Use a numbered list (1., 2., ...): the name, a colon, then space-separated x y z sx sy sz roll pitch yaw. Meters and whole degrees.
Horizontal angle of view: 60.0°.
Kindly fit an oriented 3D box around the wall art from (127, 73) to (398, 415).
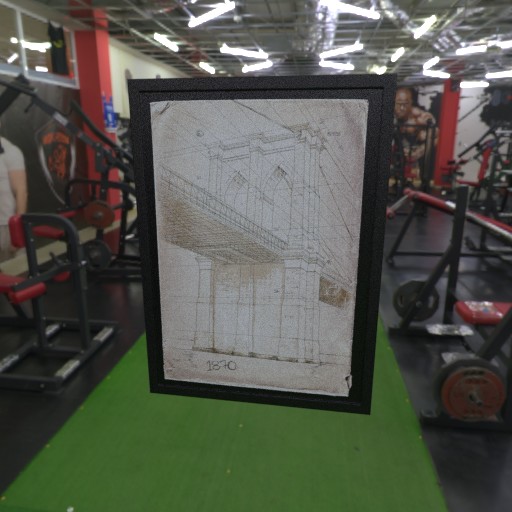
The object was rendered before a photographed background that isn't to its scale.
1. wall art: 0.000 0.000 1.281 0.707 0.967 0.013 3 16 9
